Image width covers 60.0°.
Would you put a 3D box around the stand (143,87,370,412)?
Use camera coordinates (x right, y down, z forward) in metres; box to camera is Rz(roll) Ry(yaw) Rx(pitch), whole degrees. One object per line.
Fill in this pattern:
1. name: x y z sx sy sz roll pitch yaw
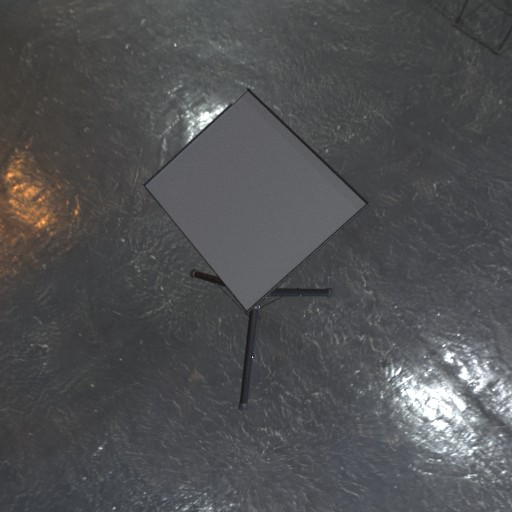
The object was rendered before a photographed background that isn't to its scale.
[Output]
1. stand: 0.000 0.000 1.623 0.702 1.198 0.702 -35 70 -15
